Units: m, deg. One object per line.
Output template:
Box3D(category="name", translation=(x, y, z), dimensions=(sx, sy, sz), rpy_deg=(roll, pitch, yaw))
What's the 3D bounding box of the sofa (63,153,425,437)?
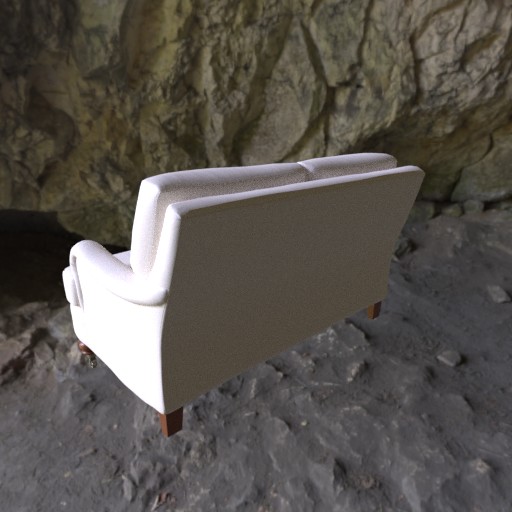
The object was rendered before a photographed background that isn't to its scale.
Box3D(category="sofa", translation=(0.000, 0.000, 2.520), dimensions=(1.853, 1.101, 1.084), rpy_deg=(-16, 24, -42))
